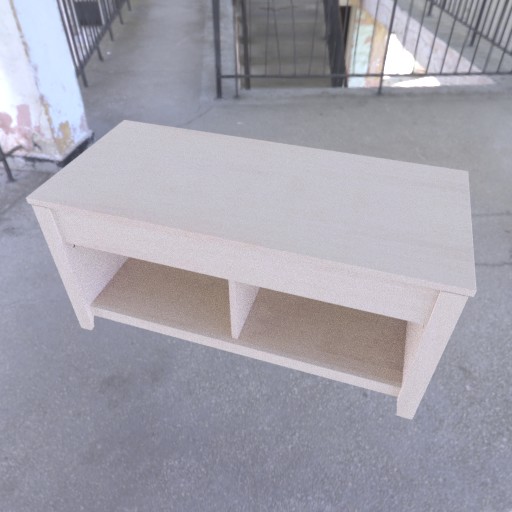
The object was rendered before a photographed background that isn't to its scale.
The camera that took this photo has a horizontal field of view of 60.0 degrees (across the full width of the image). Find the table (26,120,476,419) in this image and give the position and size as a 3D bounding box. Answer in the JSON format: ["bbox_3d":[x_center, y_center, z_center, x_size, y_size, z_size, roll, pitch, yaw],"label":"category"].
[{"bbox_3d":[0.000,0.000,1.270,1.016,0.483,0.457,12,43,13],"label":"table"}]
